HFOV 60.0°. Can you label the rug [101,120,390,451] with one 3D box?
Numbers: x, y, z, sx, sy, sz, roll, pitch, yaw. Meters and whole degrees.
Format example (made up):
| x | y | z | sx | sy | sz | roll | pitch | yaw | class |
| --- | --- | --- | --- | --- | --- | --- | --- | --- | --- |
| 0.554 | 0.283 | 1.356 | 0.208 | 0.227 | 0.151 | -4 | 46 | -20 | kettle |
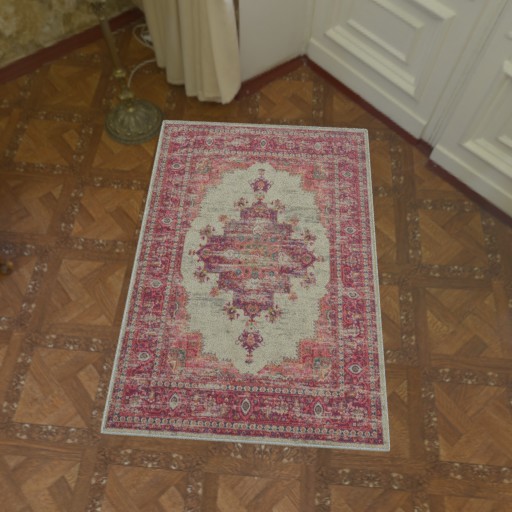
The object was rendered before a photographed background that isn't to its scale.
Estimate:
| x | y | z | sx | sy | sz | roll | pitch | yaw | class |
| --- | --- | --- | --- | --- | --- | --- | --- | --- | --- |
| 0.000 | 0.000 | 3.693 | 2.005 | 0.014 | 2.878 | 3 | 63 | 1 | rug |
